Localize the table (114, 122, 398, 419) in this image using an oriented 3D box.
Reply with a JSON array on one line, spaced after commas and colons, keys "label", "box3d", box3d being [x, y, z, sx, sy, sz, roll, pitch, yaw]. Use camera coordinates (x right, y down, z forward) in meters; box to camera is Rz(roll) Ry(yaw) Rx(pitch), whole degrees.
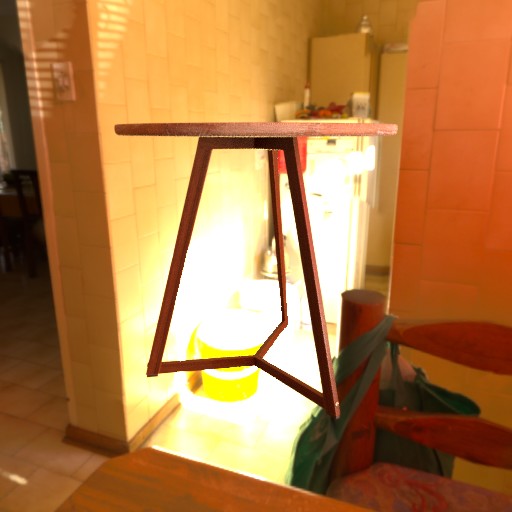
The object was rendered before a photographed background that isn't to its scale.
[{"label": "table", "box3d": [0.000, 0.000, 0.884, 0.500, 0.500, 0.500, 0, 16, 0]}]
